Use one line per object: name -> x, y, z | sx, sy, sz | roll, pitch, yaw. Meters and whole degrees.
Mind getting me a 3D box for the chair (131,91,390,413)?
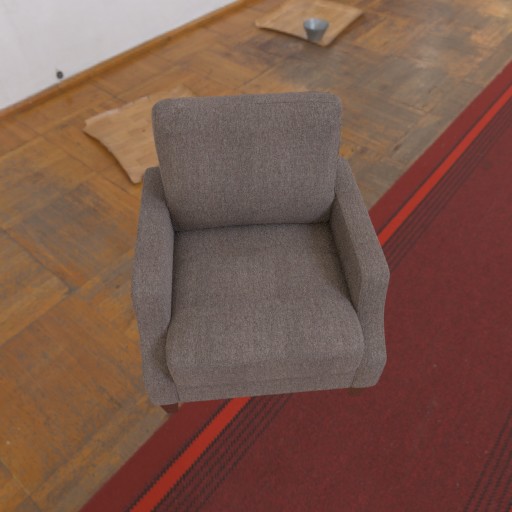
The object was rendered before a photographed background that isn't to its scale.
chair -> 0.000, 0.000, 1.684 | 0.855, 0.993, 0.897 | -4, 48, -4
